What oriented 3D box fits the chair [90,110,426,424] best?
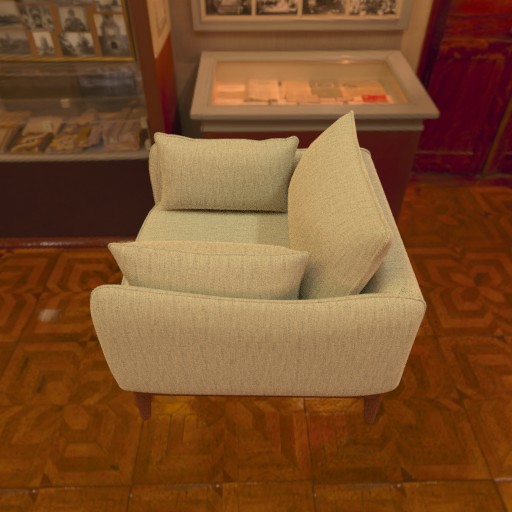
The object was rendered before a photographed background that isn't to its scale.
[{"bbox_3d":[0.000,0.000,1.723,0.991,0.855,0.994,1,41,1],"label":"chair"}]
